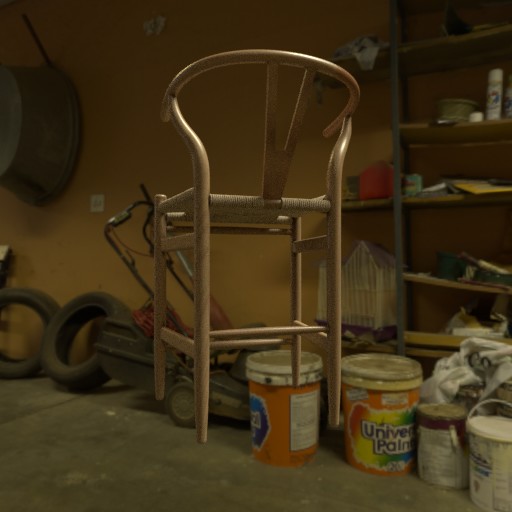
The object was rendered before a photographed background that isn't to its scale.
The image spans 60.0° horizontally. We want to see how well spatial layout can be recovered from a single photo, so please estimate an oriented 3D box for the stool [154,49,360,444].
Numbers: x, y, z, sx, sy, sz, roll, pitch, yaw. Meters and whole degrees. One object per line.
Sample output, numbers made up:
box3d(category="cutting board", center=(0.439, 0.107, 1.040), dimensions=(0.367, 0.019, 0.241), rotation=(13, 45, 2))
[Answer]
box3d(category="stool", center=(0.000, 0.000, 1.270), dimensions=(0.536, 0.923, 0.575), rotation=(0, -1, -18))
